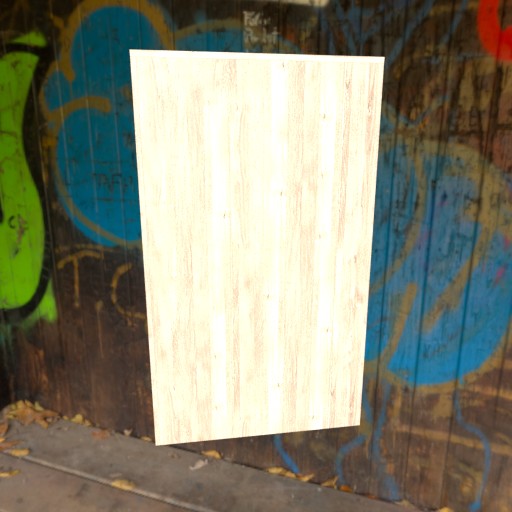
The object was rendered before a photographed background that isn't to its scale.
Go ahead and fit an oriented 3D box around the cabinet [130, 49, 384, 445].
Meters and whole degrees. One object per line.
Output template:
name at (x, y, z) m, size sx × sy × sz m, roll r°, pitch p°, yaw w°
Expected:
cabinet at (0.000, 0.000, 1.568) m, size 0.750 × 1.280 × 0.250 m, roll -2°, pitch 15°, yaw -9°
